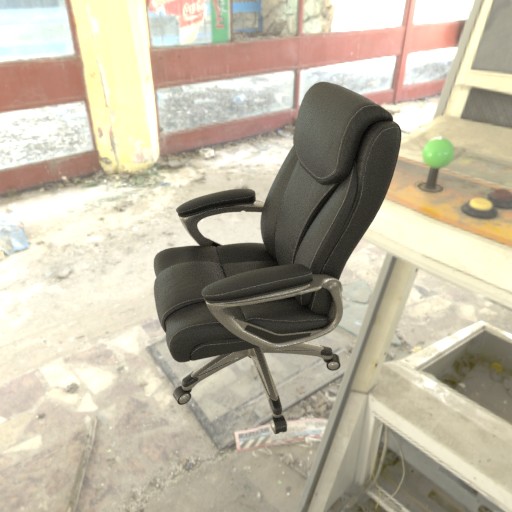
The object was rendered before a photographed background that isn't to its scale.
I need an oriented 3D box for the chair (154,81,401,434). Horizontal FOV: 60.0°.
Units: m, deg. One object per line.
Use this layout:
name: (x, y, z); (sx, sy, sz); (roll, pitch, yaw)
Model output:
chair: (0.000, 0.000, 1.678); (0.784, 1.167, 0.741); (-9, 33, -14)
